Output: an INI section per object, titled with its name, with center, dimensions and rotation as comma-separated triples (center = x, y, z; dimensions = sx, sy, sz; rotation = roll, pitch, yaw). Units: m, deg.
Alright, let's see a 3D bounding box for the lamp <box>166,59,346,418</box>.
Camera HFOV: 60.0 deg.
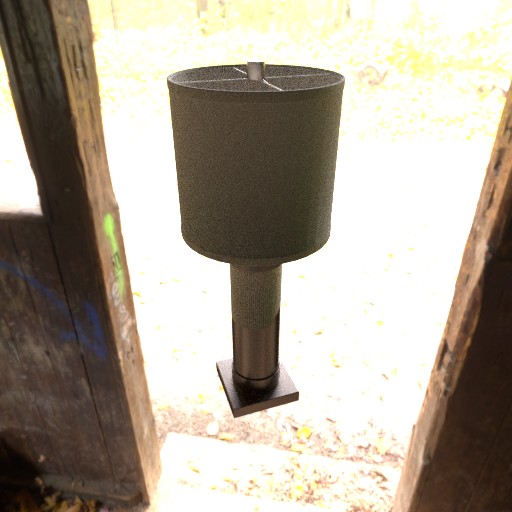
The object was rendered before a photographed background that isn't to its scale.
[lamp]
center = 0.000, 0.000, 0.627
dimensions = 0.202, 0.509, 0.202
rotation = -10, 32, -16
